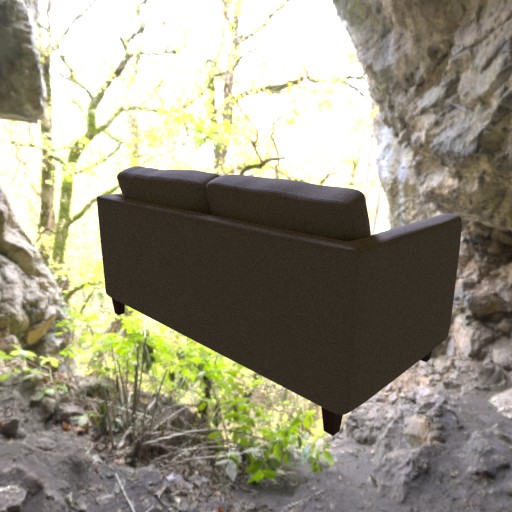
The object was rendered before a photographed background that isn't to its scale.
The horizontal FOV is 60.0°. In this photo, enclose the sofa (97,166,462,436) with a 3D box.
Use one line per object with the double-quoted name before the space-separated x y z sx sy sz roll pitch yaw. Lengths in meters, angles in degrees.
"sofa" 0.000 0.000 2.469 1.884 0.947 0.951 15 21 43
